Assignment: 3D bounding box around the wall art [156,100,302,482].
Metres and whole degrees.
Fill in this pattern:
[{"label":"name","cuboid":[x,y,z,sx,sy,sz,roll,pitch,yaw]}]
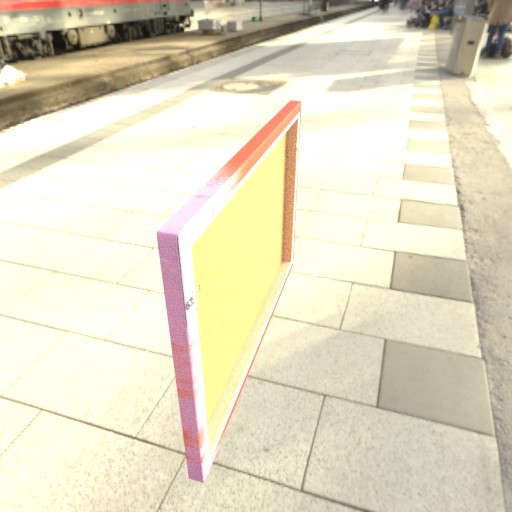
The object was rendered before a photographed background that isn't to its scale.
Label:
[{"label":"wall art","cuboid":[0.000,0.000,1.172,0.040,0.609,0.913,9,32,14]}]
